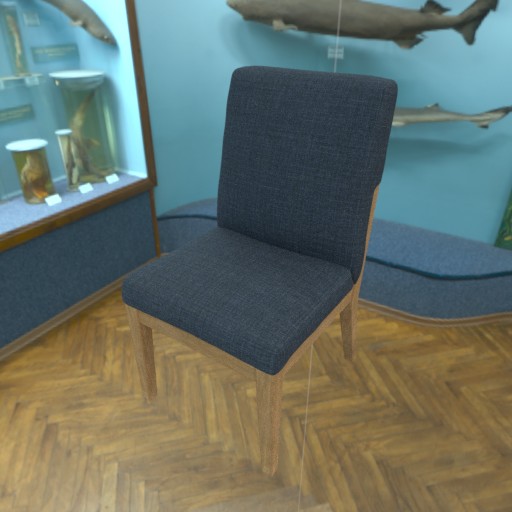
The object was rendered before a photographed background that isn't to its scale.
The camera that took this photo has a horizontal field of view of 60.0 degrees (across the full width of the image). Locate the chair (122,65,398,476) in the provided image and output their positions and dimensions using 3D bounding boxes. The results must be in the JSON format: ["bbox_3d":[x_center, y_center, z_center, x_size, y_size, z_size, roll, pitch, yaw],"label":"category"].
[{"bbox_3d":[0.000,0.000,1.238,0.507,0.911,0.586,19,35,29],"label":"chair"}]
